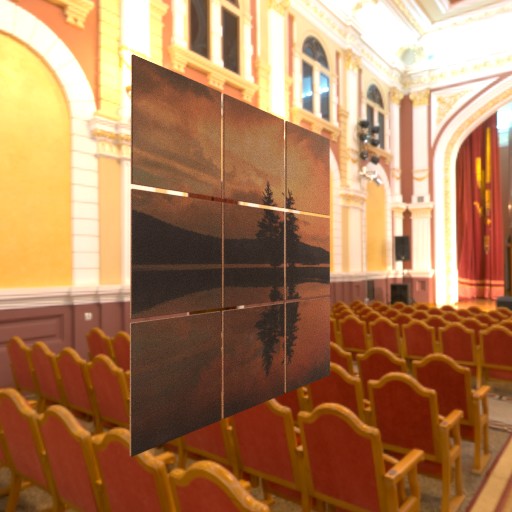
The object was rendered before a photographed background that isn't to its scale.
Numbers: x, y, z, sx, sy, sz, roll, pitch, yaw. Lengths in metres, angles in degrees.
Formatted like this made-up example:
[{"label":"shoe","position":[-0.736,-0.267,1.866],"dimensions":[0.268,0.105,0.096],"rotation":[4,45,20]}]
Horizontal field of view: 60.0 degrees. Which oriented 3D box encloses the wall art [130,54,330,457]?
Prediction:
[{"label":"wall art","position":[0.000,0.000,2.275],"dimensions":[0.013,1.525,1.520],"rotation":[0,-1,39]}]
